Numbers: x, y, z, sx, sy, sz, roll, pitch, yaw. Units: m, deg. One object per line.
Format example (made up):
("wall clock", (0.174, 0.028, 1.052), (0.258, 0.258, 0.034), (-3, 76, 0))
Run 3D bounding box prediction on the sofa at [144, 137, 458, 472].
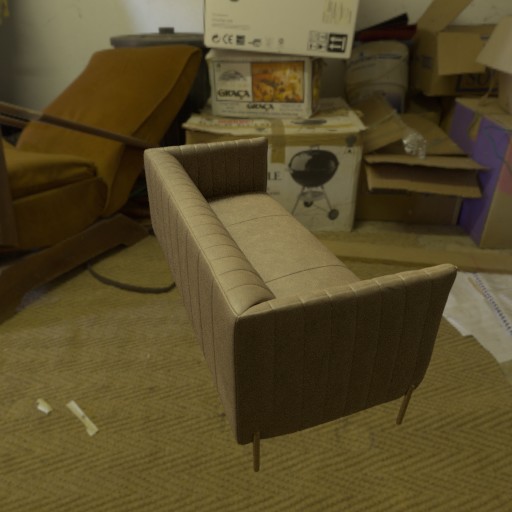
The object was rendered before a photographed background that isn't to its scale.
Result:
("sofa", (0.000, 0.000, 2.428), (0.876, 0.779, 1.980), (-11, 32, -18))
